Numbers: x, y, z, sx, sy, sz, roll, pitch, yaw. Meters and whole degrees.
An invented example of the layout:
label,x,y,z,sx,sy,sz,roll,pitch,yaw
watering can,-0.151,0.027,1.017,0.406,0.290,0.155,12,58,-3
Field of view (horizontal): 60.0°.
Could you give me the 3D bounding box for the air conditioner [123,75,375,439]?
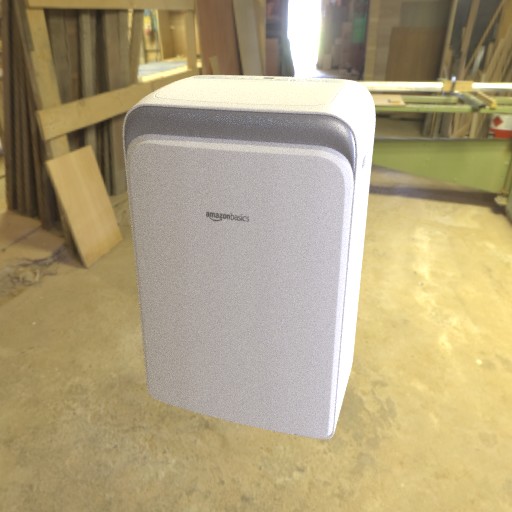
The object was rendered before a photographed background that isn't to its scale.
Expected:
label,x,y,z,sx,sy,sz,roll,pitch,yaw
air conditioner,0.000,0.000,0.955,0.454,0.700,0.365,8,28,15
